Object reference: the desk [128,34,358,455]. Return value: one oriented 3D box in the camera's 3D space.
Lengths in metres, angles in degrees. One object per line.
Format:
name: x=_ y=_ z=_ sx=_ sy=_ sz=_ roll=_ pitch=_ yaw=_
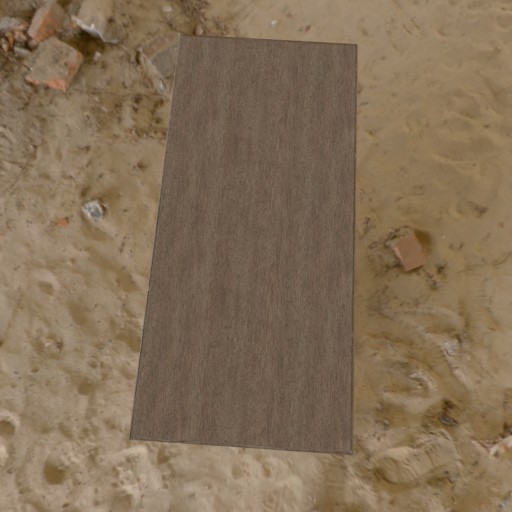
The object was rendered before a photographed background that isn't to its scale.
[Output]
desk: x=0.000 y=0.000 z=1.783 sx=0.610 sy=0.912 sz=1.289 roll=4 pitch=76 yaw=1
